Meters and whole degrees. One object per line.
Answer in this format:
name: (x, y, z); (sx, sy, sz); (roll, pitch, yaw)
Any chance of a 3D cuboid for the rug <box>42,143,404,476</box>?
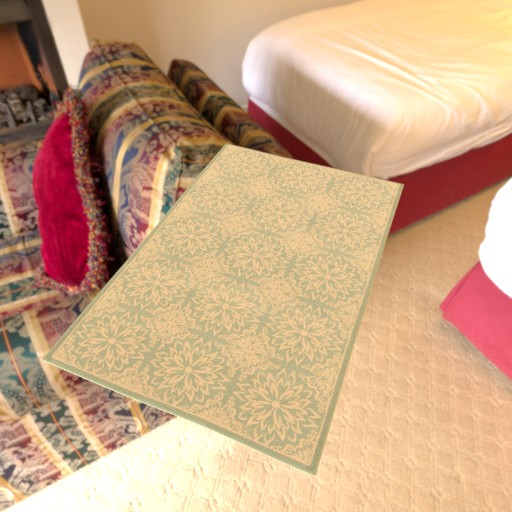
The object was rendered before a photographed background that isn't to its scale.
rug: (0.000, 0.000, 3.459); (1.819, 0.018, 2.746); (17, 48, 15)
